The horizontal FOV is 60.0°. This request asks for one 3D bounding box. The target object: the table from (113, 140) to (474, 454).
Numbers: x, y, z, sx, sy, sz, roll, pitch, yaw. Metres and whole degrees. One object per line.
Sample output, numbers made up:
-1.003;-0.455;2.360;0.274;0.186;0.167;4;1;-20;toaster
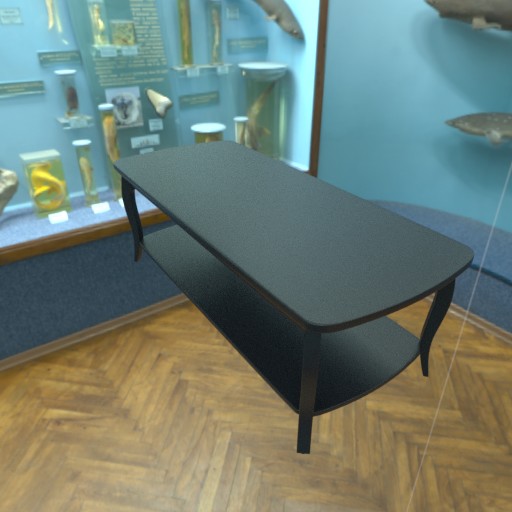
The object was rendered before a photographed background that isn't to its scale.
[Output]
0.000;0.000;1.588;0.571;0.457;1.333;-19;35;-29;table
